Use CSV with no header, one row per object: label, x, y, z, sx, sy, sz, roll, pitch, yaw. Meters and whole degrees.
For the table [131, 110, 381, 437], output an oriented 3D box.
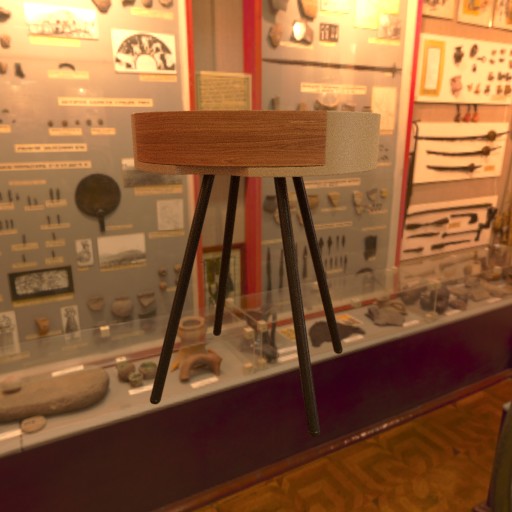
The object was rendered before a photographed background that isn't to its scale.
table,0.000,0.000,0.865,0.450,0.525,0.450,0,16,0
